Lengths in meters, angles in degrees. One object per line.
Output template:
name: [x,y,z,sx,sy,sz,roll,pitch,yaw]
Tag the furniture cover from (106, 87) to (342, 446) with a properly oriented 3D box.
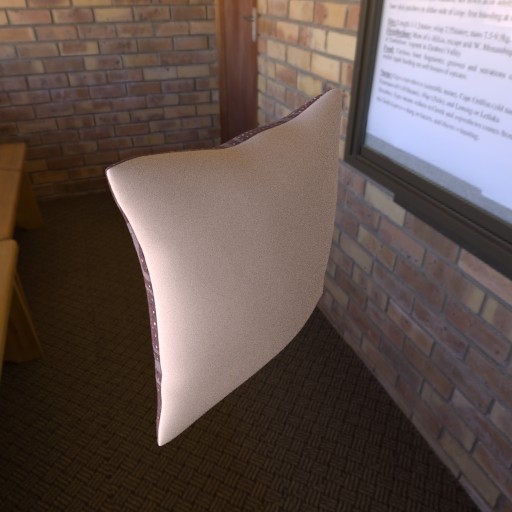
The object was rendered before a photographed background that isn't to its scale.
furniture cover: [0.000,0.000,0.817,0.193,0.509,0.552,22,38,31]
